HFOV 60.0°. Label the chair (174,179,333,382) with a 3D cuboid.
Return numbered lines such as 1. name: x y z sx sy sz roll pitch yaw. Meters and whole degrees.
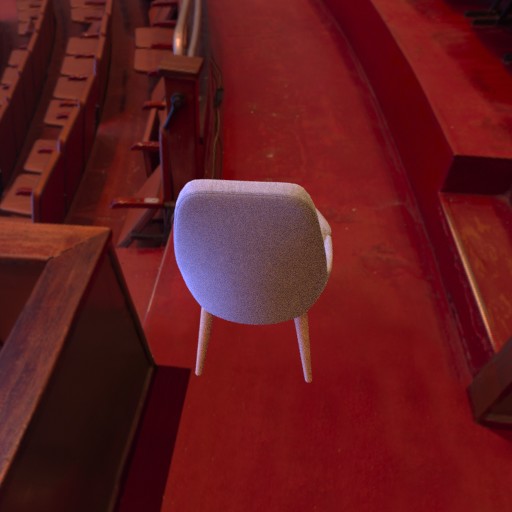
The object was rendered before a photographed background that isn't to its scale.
1. chair: 0.000 0.000 1.399 0.510 1.040 0.660 3 47 3
